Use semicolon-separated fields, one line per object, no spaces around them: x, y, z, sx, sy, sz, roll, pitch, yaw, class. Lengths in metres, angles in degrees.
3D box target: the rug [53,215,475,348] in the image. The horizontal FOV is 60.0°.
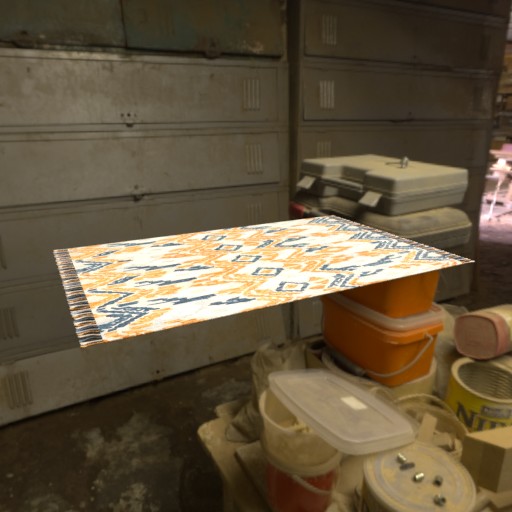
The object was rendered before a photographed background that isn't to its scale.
0.000;0.000;2.999;2.428;0.010;1.533;-9;20;-26;rug
